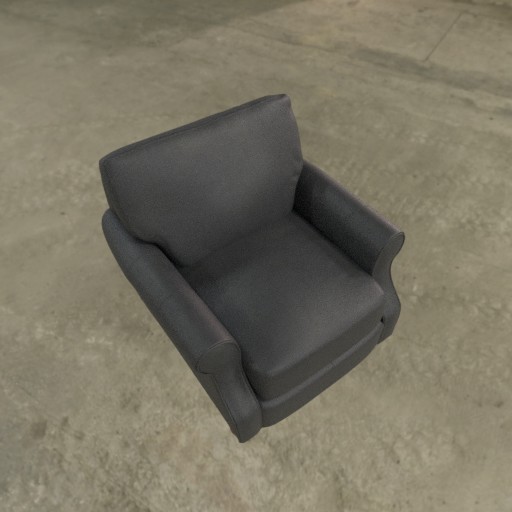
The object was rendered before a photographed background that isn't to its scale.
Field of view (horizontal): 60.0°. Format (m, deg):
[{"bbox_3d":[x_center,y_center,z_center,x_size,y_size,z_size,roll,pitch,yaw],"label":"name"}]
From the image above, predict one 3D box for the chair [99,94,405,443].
[{"bbox_3d":[0.000,0.000,1.819,1.015,0.960,1.027,-24,51,-21],"label":"chair"}]
